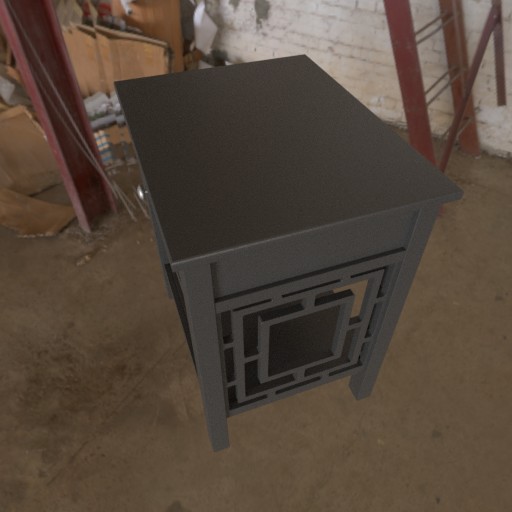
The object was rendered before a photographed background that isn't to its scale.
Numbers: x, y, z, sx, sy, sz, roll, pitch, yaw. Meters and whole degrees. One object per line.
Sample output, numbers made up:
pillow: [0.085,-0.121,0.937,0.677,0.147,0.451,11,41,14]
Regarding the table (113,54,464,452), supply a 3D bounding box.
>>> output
table: [0.000,0.000,1.014,0.451,0.646,0.564,-14,47,-14]
